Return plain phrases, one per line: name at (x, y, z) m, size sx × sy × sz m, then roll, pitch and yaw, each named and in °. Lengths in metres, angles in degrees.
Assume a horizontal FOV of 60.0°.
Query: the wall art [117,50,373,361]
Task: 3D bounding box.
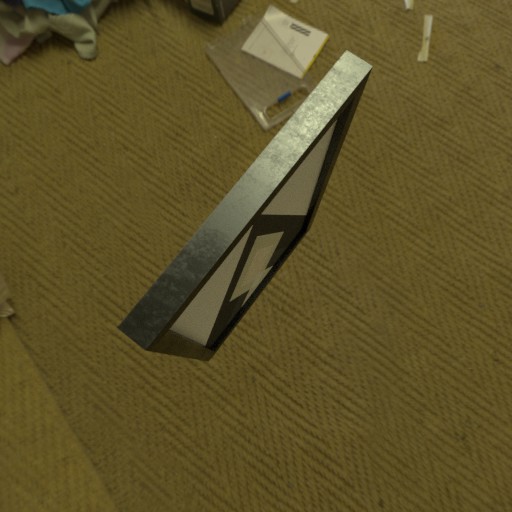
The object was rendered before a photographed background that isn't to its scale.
wall art at (0.000, 0.000, 0.590) m, size 0.031 × 0.457 × 0.313 m, roll 36°, pitch 78°, yaw 9°
